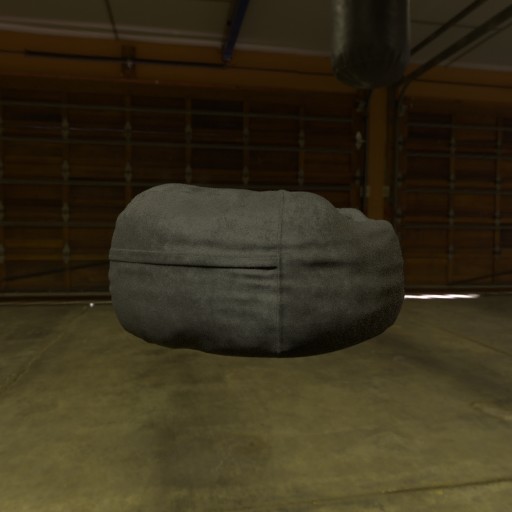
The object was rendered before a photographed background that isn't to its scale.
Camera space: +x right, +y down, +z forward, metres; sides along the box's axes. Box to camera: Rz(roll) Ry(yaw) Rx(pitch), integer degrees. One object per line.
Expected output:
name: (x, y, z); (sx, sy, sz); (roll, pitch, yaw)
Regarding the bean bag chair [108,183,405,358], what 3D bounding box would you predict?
bean bag chair: (0.000, 0.000, 2.399); (1.525, 0.751, 1.525); (0, 3, 0)
